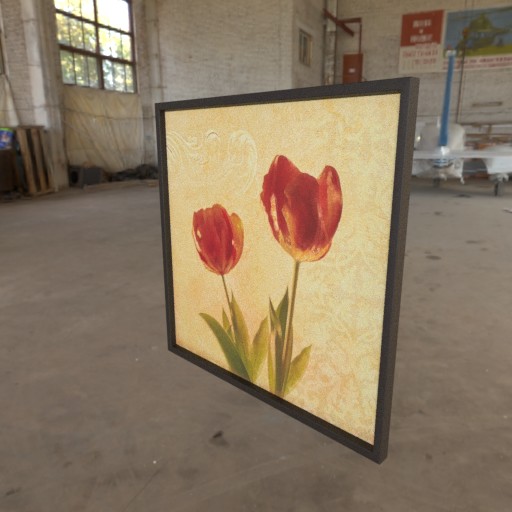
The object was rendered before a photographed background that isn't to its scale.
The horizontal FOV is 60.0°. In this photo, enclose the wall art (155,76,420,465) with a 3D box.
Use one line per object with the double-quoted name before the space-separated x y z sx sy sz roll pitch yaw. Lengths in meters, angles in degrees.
"wall art" 0.000 0.000 1.168 0.805 0.807 0.043 14 20 42
